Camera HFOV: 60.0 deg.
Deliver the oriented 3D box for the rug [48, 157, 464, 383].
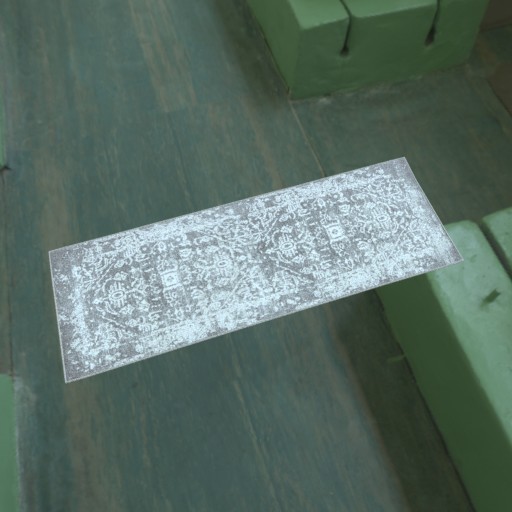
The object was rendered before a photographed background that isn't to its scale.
[{"bbox_3d":[0.000,0.000,2.751,2.452,0.017,0.855,-16,64,-8],"label":"rug"}]
